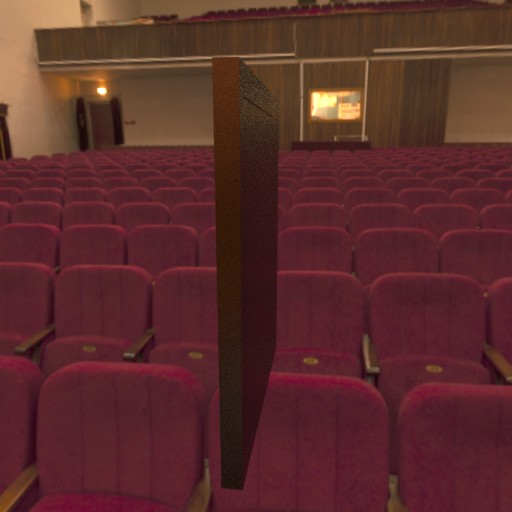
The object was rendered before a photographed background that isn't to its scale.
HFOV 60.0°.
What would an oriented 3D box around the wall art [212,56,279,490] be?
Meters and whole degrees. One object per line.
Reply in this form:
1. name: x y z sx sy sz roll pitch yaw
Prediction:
1. wall art: 0.000 0.000 0.774 0.031 0.558 0.461 2 14 8
